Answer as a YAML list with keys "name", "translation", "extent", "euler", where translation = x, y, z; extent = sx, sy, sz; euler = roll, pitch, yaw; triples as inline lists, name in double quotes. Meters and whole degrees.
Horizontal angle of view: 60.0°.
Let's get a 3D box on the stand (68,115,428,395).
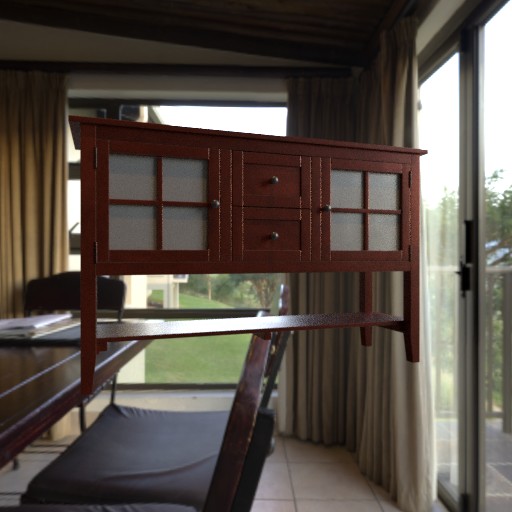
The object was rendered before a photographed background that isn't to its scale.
- name: "stand"
  translation: [0.000, 0.000, 1.774]
  extent: [1.362, 0.872, 0.410]
  euler: [0, 0, -19]
